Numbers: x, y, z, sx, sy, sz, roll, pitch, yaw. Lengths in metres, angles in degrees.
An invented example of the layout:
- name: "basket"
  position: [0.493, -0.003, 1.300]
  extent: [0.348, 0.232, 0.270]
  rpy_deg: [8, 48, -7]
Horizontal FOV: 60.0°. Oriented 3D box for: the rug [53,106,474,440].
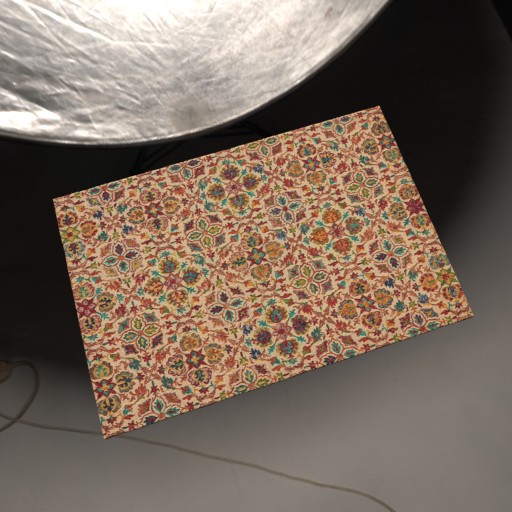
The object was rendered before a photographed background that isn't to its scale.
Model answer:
- name: "rug"
  position: [0.000, 0.000, 2.797]
  extent: [2.297, 0.018, 1.541]
  rpy_deg: [-17, 75, -5]
